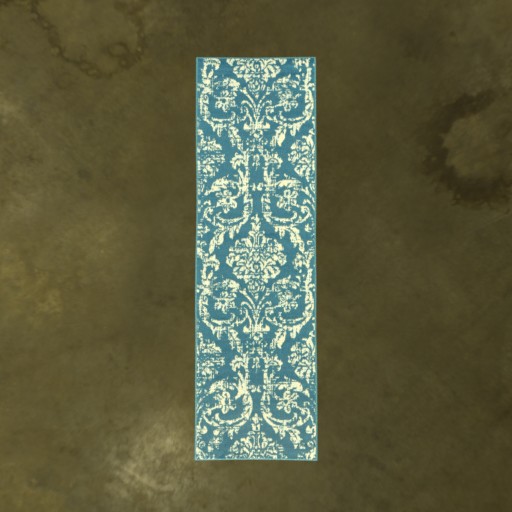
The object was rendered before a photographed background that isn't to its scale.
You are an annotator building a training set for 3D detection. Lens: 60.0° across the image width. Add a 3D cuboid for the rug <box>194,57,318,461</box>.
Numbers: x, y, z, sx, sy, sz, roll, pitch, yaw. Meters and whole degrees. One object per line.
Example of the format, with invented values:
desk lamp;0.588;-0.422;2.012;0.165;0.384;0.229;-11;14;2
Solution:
rug;0.000;0.000;2.411;0.662;0.011;2.196;0;88;0
